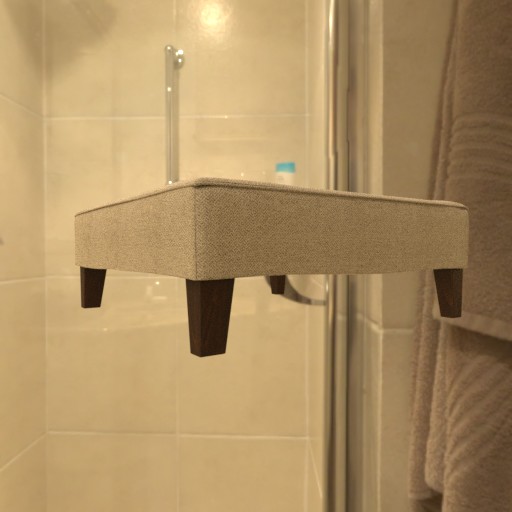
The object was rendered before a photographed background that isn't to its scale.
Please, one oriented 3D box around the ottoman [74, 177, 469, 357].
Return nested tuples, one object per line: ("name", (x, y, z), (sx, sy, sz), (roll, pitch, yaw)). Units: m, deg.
("ottoman", (0.000, 0.000, 1.509), (0.973, 0.381, 0.982), (-1, 1, -35))
